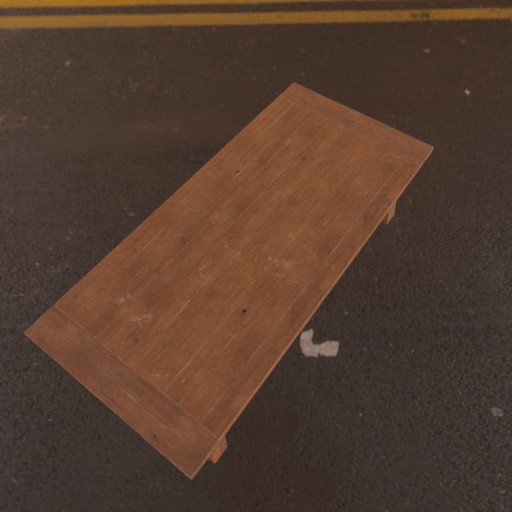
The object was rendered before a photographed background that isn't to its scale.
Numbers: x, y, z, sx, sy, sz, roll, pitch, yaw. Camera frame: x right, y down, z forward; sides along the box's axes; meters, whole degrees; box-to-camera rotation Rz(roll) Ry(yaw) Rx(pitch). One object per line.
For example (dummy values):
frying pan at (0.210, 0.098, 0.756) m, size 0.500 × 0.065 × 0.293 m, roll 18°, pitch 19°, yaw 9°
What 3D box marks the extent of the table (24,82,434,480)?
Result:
table at (0.000, 0.000, 2.099) m, size 0.820 × 0.465 × 1.800 m, roll 32°, pitch 64°, yaw 18°
